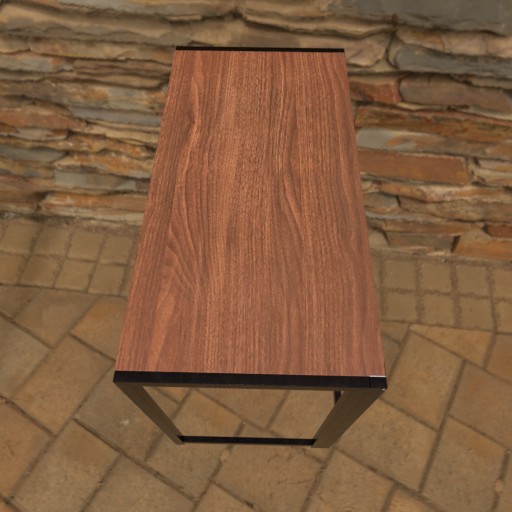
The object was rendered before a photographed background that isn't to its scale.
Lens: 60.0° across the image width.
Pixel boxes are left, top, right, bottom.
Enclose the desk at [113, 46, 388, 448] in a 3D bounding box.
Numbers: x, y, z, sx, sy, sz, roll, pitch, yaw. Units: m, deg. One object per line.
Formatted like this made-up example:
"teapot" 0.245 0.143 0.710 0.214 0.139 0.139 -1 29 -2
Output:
"desk" 0.000 0.000 1.401 0.508 0.762 1.016 1 59 1
